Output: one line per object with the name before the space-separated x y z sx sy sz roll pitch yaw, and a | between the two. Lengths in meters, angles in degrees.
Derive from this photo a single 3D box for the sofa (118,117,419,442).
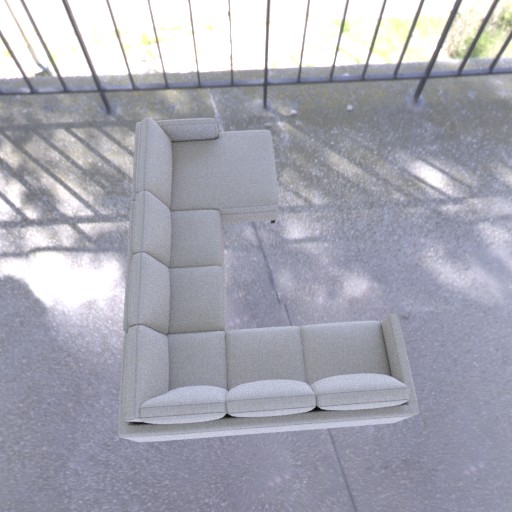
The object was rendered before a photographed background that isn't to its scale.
sofa | 0.000 0.000 4.609 2.551 0.889 3.403 -4 64 -2
